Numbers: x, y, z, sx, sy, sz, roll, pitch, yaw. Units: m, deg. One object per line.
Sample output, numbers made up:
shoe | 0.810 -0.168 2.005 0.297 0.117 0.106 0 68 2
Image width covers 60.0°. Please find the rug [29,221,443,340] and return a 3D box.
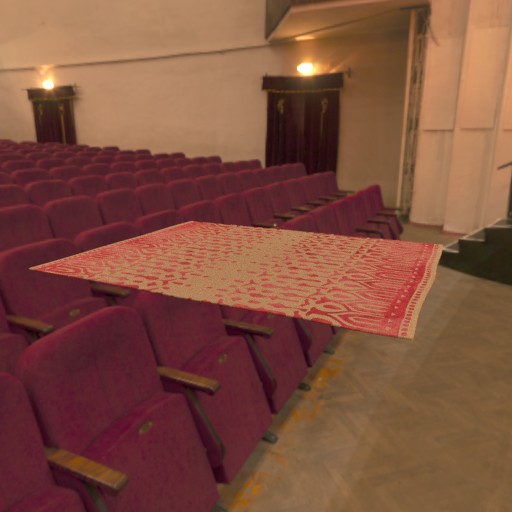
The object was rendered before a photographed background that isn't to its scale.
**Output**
rug | 0.000 0.000 4.103 3.095 0.016 2.441 7 17 25
